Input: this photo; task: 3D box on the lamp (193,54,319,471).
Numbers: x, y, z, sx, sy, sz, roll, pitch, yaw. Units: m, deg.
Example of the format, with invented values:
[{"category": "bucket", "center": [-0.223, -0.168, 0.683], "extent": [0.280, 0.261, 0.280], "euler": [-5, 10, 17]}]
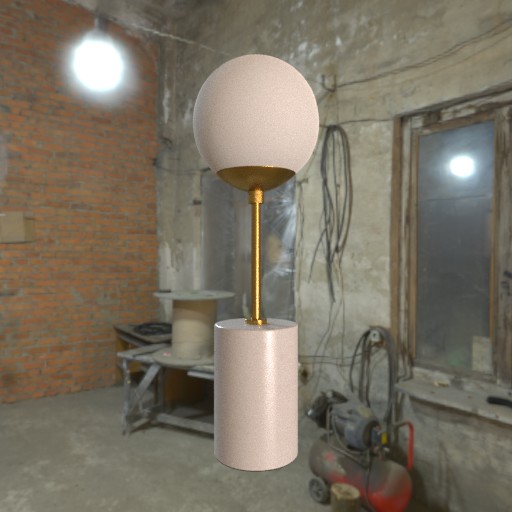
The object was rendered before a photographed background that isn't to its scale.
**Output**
[{"category": "lamp", "center": [0.000, 0.000, 0.544], "extent": [0.153, 0.480, 0.153], "euler": [0, 0, 0]}]
